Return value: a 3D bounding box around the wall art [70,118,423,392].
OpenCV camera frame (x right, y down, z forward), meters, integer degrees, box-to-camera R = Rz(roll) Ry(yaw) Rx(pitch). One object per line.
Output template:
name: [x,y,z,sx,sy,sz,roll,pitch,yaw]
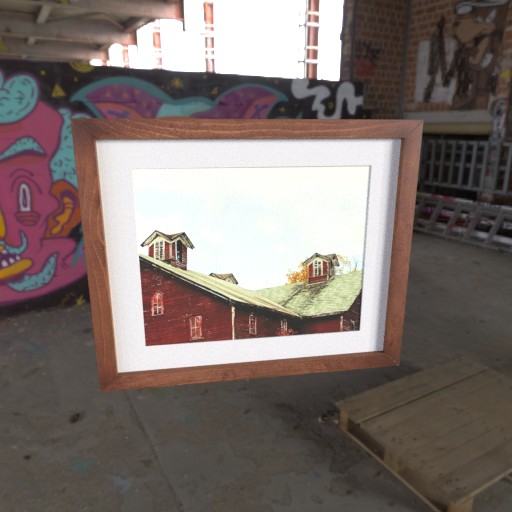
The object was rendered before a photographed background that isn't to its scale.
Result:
wall art: [0.000,0.000,0.557,0.401,0.328,0.030,-3,16,-9]
